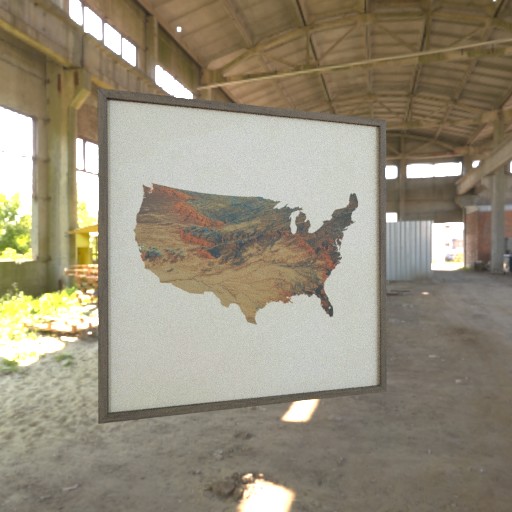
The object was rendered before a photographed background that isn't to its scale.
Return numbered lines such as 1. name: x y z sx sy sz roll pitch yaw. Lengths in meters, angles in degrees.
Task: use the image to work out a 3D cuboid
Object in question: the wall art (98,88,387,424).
1. wall art: 0.000 0.000 0.756 0.508 0.507 0.016 0 0 -18
